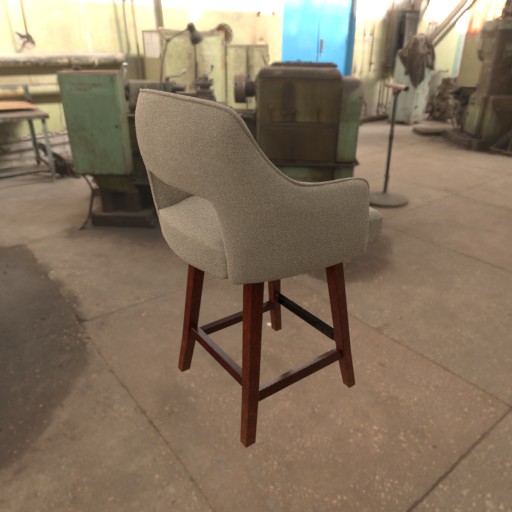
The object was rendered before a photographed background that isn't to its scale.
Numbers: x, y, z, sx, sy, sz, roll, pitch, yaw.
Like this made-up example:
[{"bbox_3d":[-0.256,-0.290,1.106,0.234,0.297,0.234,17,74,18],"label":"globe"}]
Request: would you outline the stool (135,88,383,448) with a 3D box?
[{"bbox_3d":[0.000,0.000,1.296,0.560,0.936,0.550,-17,30,-32],"label":"stool"}]
